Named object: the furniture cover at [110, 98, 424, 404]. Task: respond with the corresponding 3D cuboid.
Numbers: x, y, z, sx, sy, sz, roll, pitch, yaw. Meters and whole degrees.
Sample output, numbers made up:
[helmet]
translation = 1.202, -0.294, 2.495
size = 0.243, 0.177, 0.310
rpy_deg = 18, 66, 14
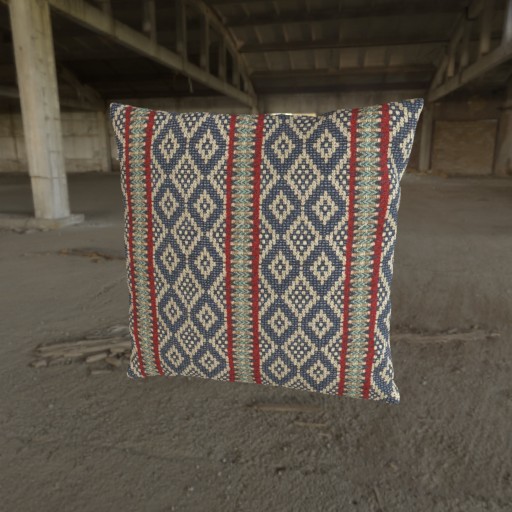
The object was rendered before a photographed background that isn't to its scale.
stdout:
[furniture cover]
translation = 0.000, 0.000, 0.646
size = 0.431, 0.431, 0.139
rpy_deg = 2, 14, 10
